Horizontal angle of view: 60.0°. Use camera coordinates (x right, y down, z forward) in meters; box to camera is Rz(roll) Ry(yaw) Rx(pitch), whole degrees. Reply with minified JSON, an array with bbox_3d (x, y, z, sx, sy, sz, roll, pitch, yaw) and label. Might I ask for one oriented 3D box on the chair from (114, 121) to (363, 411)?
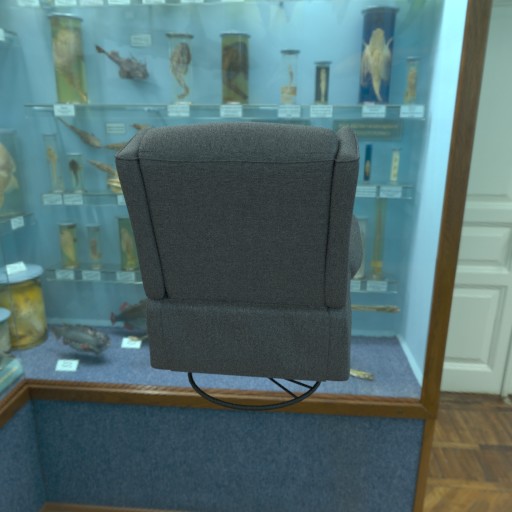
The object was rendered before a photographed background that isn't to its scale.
[{"bbox_3d":[0.000,0.000,1.747,0.847,1.011,0.969,2,17,7],"label":"chair"}]
